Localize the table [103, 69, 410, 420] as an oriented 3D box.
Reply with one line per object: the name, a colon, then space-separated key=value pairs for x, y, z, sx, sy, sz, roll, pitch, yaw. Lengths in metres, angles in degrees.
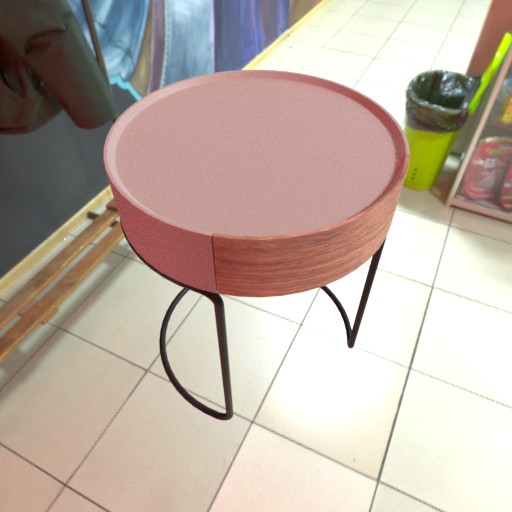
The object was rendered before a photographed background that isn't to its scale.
table: x=0.000 y=0.000 z=0.857 sx=0.450 sy=0.530 sz=0.450 roll=0 pitch=47 yaw=0
